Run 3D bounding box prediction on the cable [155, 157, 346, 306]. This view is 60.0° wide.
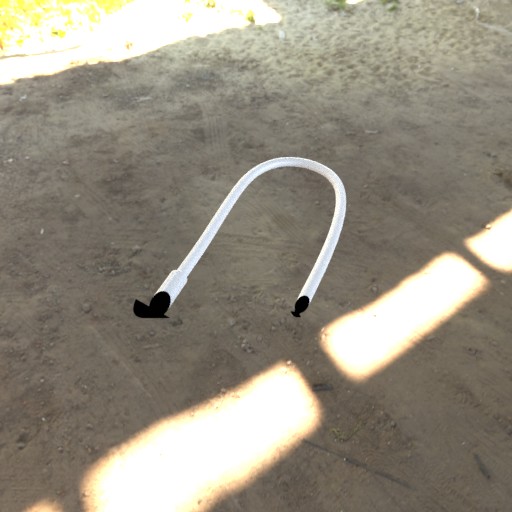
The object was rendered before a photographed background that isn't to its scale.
[{"bbox_3d":[0.000,0.000,0.112,0.040,0.006,0.098,14,44,15],"label":"cable"}]
